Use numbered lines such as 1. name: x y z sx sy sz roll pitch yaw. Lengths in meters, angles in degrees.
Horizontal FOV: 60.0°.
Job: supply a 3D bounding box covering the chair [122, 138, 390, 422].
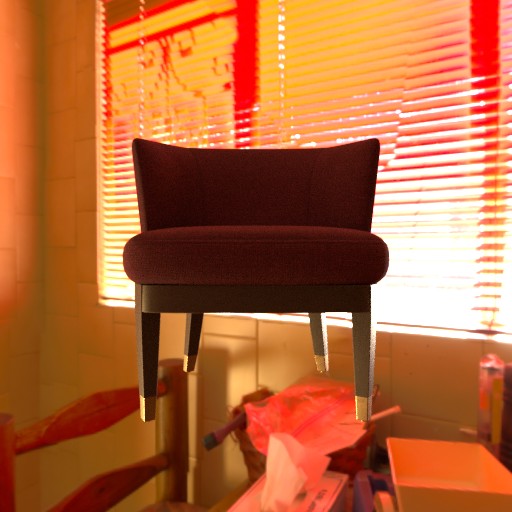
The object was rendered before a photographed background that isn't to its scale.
1. chair: 0.000 0.000 1.273 0.700 0.760 0.660 0 0 0
